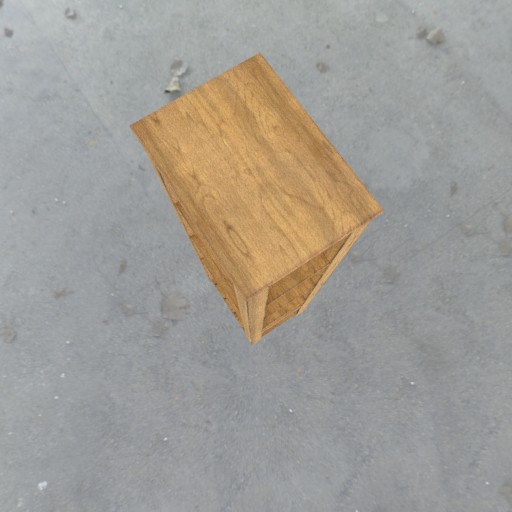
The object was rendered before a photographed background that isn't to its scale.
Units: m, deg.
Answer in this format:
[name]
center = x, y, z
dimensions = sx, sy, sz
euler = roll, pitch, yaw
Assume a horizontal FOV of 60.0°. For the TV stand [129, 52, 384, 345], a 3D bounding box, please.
[TV stand]
center = 0.000, 0.000, 2.028
dimensions = 0.435, 1.828, 0.565
euler = -33, 77, -8
